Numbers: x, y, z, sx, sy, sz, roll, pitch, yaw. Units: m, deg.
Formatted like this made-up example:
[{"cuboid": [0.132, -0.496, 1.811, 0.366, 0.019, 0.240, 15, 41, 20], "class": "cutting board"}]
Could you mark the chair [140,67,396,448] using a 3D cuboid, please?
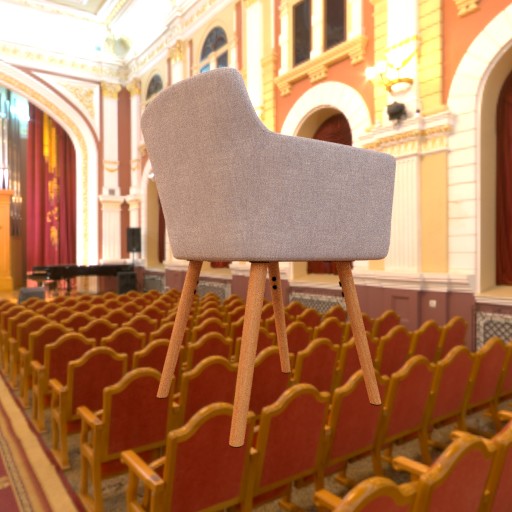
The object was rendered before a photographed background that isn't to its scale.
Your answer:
[{"cuboid": [0.000, 0.000, 1.179, 0.540, 0.780, 0.570, 0, 0, -35], "class": "chair"}]
